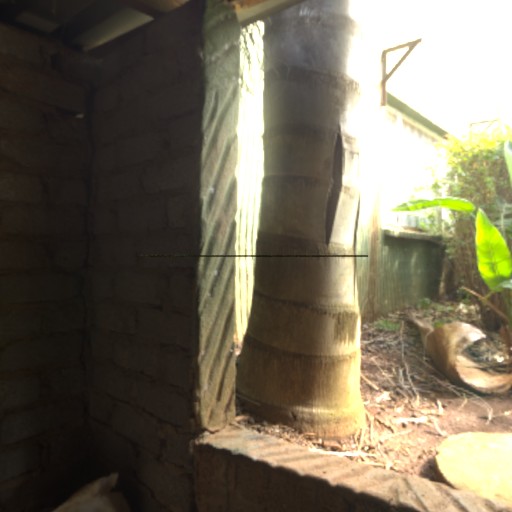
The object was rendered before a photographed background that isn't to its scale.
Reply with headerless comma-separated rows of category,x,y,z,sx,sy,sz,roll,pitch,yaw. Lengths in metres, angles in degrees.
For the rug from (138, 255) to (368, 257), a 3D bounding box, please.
rug,0.000,0.000,2.679,0.761,0.006,2.438,0,0,0
